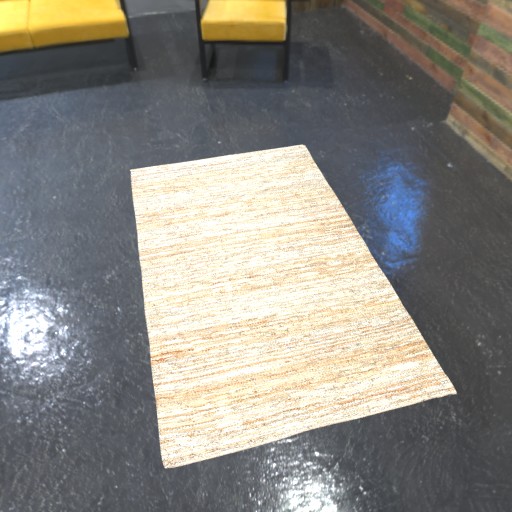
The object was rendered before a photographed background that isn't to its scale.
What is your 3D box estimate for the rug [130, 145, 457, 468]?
[{"bbox_3d":[0.000,0.000,2.987,1.529,0.009,2.446,-11,47,-10],"label":"rug"}]
